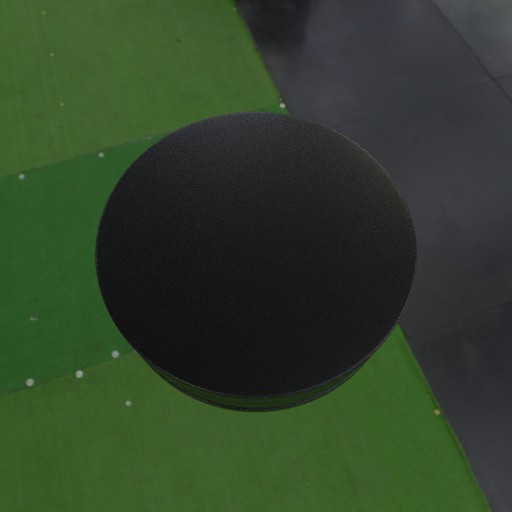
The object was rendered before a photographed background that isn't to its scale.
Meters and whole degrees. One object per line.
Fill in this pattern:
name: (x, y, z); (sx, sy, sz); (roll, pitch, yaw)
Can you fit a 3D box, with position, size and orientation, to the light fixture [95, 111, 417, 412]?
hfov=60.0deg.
light fixture: (0.000, 0.000, 0.433); (0.283, 0.097, 0.283); (0, 65, 0)
